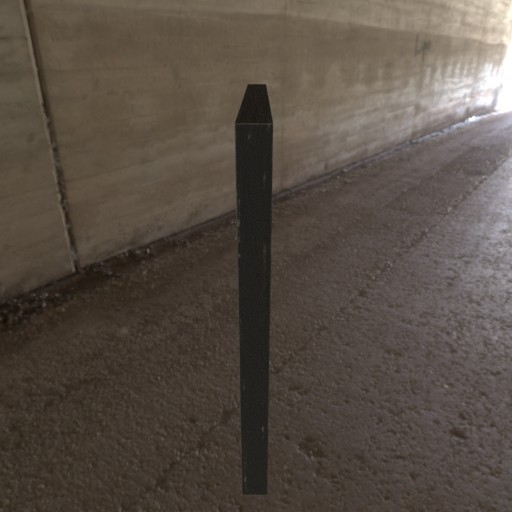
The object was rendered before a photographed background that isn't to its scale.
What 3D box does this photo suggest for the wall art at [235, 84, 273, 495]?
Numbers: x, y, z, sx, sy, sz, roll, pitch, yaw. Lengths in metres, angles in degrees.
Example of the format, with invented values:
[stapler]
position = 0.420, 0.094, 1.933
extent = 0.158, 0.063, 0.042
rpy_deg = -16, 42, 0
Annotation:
[wall art]
position = 0.000, 0.000, 0.745
extent = 0.036, 0.506, 0.506
rpy_deg = 0, 25, 0
